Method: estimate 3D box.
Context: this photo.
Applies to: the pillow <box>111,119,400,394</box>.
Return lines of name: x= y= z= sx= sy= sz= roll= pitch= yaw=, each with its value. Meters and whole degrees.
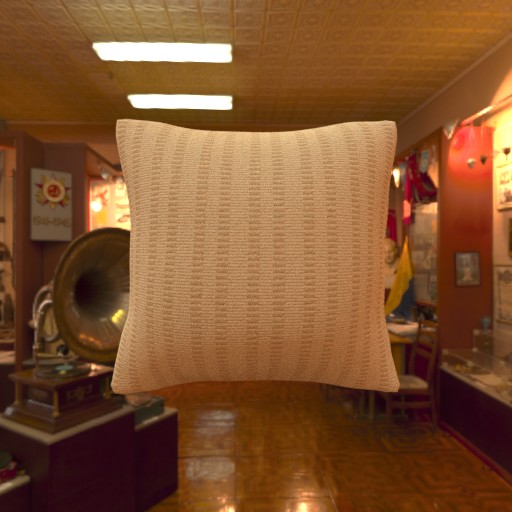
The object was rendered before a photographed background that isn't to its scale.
pillow: x=0.000 y=0.000 z=0.679 sx=0.438 sy=0.419 sz=0.247 roll=0 pitch=0 yaw=-1
